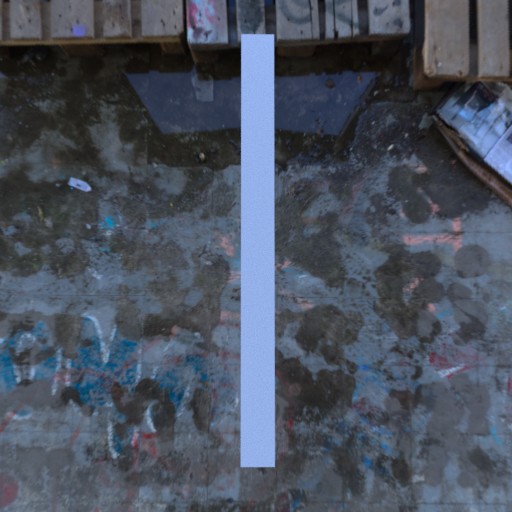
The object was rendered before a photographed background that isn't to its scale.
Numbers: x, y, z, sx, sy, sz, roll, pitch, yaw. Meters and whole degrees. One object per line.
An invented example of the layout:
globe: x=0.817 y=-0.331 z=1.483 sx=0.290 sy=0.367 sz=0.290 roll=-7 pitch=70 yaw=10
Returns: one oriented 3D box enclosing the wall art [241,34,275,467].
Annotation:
wall art: x=0.000 y=0.000 z=0.540 sx=0.027 sy=0.355 sz=0.355 roll=0 pitch=87 yaw=0
